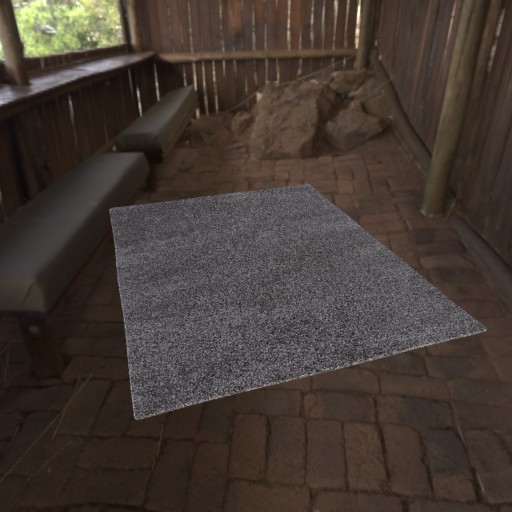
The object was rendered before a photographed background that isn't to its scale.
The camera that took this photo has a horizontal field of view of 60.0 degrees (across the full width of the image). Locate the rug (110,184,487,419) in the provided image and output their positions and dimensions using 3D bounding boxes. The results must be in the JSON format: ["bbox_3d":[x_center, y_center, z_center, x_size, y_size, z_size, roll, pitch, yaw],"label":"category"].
[{"bbox_3d":[0.000,0.000,3.988,2.401,0.025,3.000,-9,31,-16],"label":"rug"}]
